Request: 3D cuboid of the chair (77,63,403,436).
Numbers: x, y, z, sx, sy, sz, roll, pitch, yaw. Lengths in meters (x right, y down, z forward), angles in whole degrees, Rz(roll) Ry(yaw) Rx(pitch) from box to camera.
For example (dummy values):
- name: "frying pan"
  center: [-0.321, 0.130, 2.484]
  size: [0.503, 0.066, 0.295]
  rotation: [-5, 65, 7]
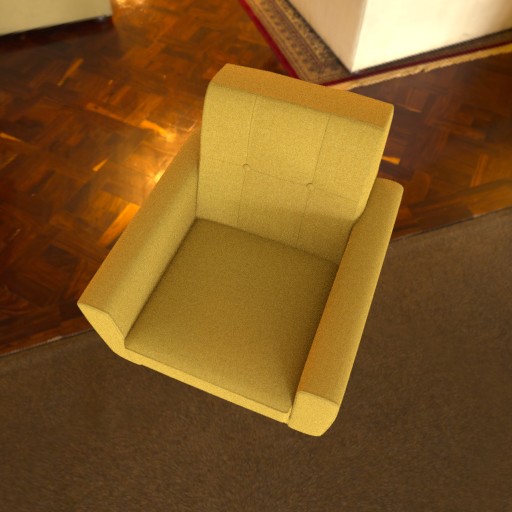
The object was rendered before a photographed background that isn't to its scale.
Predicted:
- name: "chair"
  center: [0.000, 0.000, 1.551]
  size: [0.831, 0.841, 0.909]
  rotation: [19, 60, 11]
